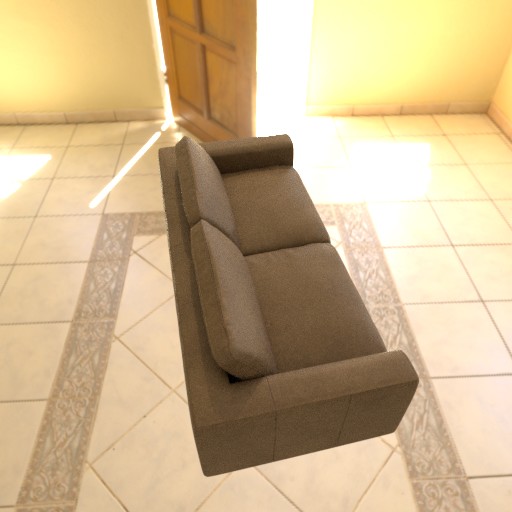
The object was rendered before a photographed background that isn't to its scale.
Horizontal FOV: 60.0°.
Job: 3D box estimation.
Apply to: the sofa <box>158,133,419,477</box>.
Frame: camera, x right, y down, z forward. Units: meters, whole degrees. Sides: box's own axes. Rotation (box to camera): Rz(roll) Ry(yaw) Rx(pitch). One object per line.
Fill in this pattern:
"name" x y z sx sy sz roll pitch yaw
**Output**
"sofa" 0.000 0.000 2.817 1.070 0.801 2.262 -9 46 -9
